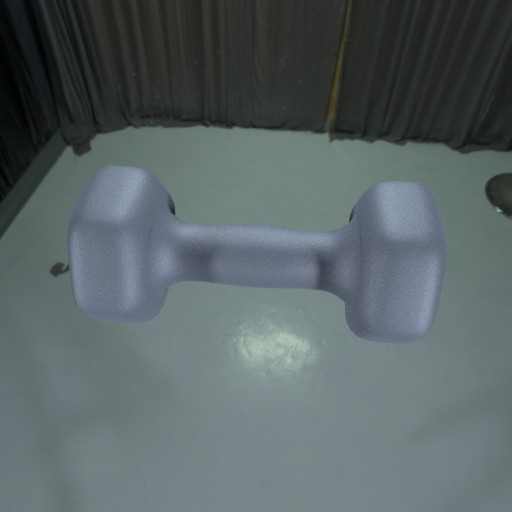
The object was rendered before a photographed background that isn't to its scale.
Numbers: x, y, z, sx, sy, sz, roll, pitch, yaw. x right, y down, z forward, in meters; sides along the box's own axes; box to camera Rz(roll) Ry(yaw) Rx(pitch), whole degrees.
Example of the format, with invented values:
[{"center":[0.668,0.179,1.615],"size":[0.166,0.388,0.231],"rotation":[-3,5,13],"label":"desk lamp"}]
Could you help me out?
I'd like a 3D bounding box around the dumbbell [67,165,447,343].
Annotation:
[{"center":[0.000,0.000,0.309],"size":[0.240,0.105,0.116],"rotation":[4,48,4],"label":"dumbbell"}]
